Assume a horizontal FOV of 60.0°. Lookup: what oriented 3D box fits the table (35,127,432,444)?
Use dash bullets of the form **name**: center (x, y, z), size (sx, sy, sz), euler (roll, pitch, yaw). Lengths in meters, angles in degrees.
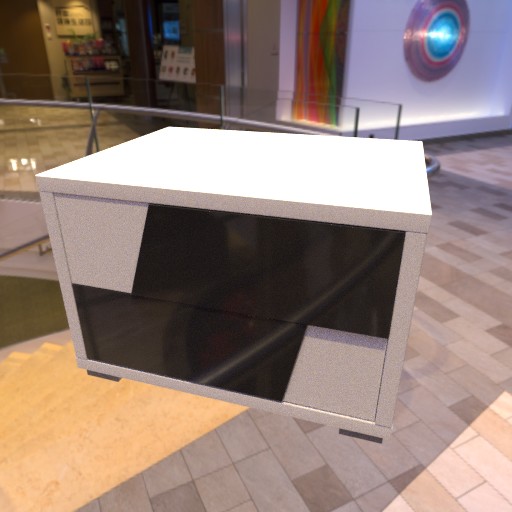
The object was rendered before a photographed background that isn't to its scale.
- **table**: center (0.000, 0.000, 0.791), size (0.517, 0.357, 0.399), euler (8, 27, 15)
